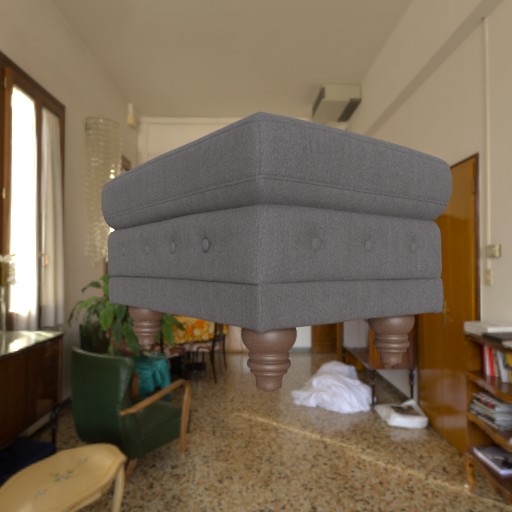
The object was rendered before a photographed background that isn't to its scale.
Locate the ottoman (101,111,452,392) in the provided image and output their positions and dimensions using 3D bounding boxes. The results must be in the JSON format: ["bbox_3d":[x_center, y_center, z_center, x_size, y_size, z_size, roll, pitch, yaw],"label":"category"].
[{"bbox_3d":[0.000,0.000,1.140,0.569,0.500,0.771,1,-2,-36],"label":"ottoman"}]
